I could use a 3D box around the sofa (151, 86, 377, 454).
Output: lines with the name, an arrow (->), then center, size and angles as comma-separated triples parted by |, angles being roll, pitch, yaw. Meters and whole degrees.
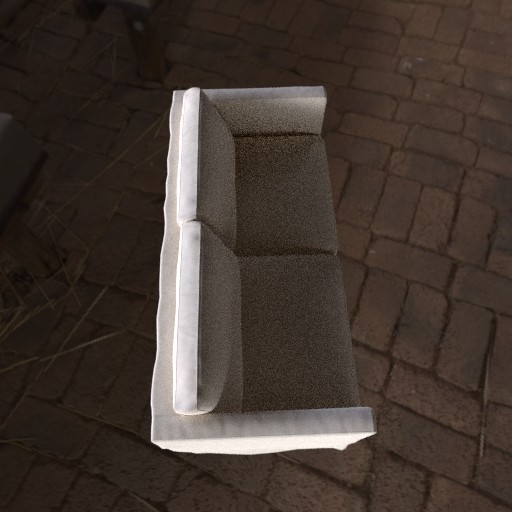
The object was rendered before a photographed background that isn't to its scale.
sofa -> 0.000, 0.000, 2.481 | 0.940, 0.870, 1.987 | -2, 63, -1
